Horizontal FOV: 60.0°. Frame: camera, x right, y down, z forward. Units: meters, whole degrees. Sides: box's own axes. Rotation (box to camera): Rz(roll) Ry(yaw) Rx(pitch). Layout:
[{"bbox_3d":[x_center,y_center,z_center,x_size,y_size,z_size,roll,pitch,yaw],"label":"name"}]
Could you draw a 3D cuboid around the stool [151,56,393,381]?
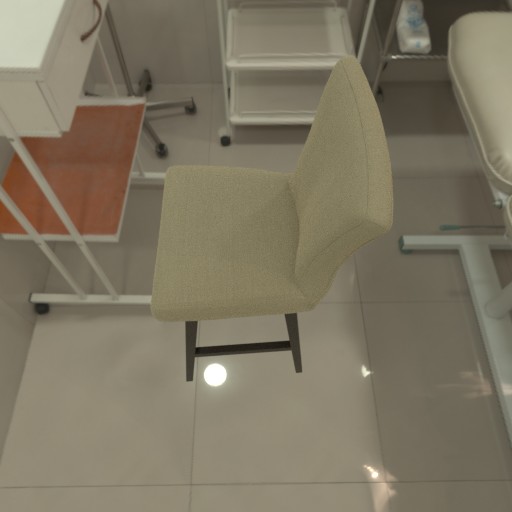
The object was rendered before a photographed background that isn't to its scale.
[{"bbox_3d":[0.000,0.000,1.414,0.574,1.086,0.514,-1,60,0],"label":"stool"}]
